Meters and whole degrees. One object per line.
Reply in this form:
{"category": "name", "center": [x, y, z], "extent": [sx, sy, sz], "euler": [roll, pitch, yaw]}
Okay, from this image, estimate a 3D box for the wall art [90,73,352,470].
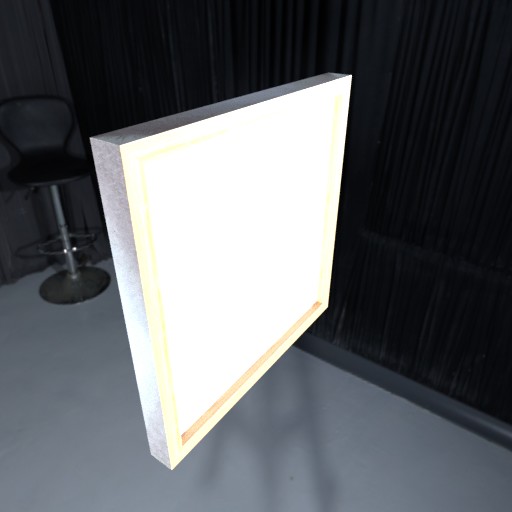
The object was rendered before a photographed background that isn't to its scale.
{"category": "wall art", "center": [0.000, 0.000, 0.443], "extent": [0.028, 0.303, 0.303], "euler": [20, 36, 30]}
